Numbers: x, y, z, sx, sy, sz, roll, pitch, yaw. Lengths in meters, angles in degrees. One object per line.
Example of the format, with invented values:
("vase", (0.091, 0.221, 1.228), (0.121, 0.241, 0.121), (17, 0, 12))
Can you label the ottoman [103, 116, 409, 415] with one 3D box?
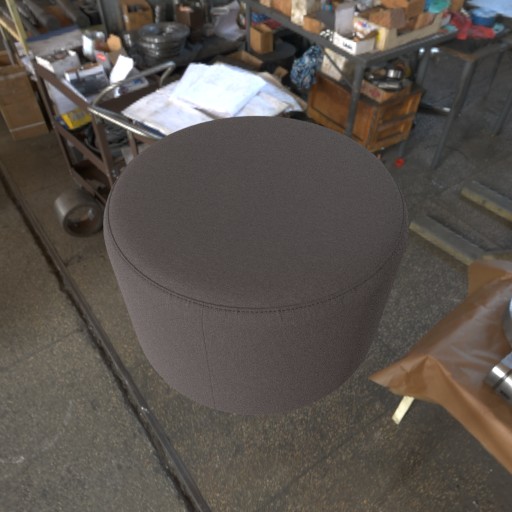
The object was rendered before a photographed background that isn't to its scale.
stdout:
("ottoman", (0.000, 0.000, 1.016), (0.608, 0.433, 0.608), (0, 47, 0))
